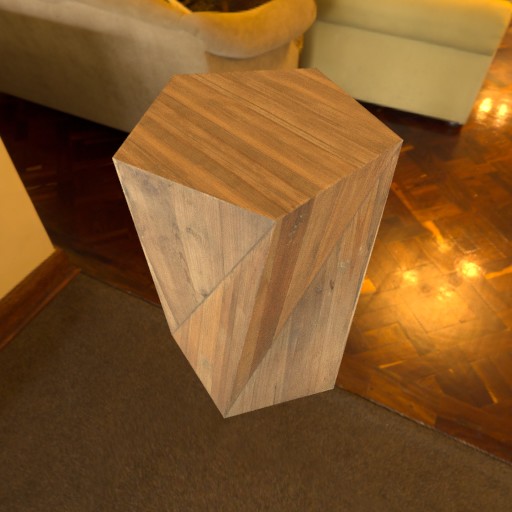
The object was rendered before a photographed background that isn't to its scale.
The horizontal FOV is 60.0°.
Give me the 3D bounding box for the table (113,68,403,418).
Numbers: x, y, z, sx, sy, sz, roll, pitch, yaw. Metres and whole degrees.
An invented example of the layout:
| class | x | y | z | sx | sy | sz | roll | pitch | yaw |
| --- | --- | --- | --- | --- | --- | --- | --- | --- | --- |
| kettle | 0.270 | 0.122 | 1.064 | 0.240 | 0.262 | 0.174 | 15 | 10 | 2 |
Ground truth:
| class | x | y | z | sx | sy | sz | roll | pitch | yaw |
| --- | --- | --- | --- | --- | --- | --- | --- | --- | --- |
| table | 0.000 | 0.000 | 0.904 | 0.441 | 0.604 | 0.425 | -17 | 50 | -15 |
